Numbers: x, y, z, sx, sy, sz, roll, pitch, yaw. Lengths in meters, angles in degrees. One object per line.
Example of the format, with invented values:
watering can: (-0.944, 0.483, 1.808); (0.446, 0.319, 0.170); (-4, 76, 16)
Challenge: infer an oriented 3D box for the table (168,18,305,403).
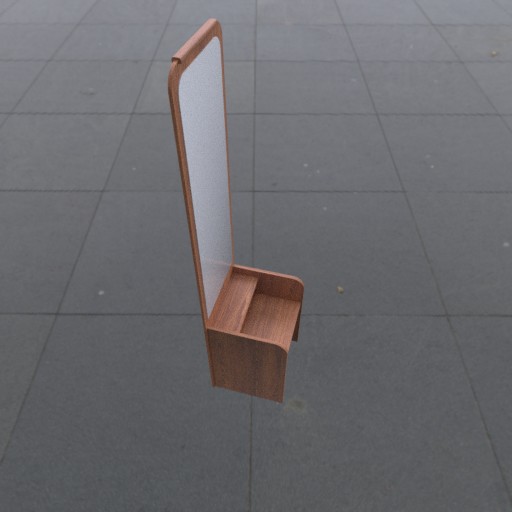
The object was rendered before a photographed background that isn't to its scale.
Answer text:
table: (0.000, 0.000, 1.973); (0.420, 1.830, 0.450); (11, 48, 10)
